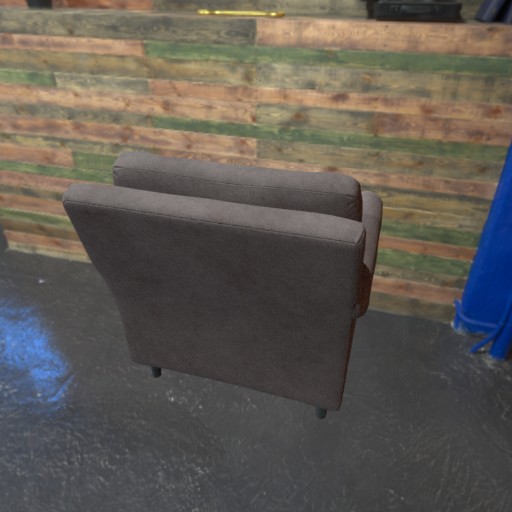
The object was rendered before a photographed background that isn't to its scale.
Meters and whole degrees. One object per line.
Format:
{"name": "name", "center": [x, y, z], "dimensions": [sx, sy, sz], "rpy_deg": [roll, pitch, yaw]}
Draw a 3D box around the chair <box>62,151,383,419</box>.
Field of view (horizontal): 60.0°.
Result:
{"name": "chair", "center": [0.000, 0.000, 1.837], "dimensions": [0.955, 0.997, 1.070], "rpy_deg": [9, 33, 14]}
